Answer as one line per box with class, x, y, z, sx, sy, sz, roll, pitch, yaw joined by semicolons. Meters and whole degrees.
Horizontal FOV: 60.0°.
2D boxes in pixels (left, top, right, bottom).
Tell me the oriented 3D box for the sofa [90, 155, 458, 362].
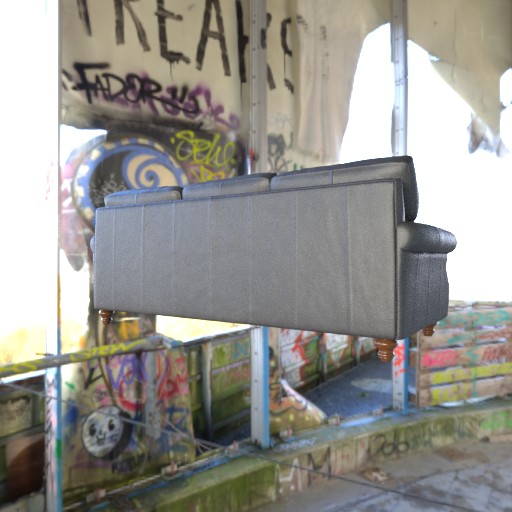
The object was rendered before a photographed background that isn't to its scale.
sofa;0.000;0.000;2.951;2.387;0.977;0.974;0;0;34
